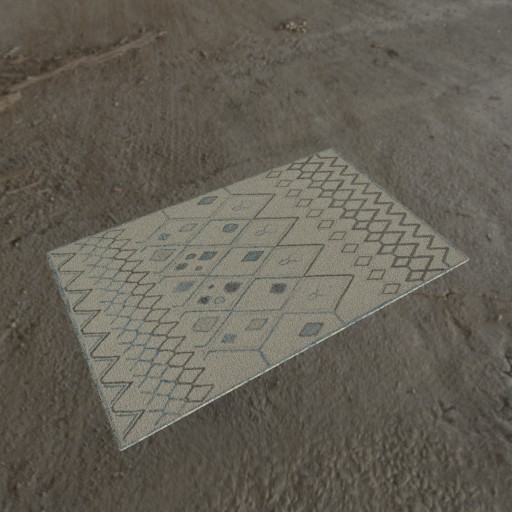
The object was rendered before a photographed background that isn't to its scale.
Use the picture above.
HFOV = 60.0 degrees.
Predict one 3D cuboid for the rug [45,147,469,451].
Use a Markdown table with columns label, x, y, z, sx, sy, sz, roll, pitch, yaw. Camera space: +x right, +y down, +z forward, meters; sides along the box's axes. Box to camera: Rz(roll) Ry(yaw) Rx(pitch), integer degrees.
| label | x | y | z | sx | sy | sz | roll | pitch | yaw |
| --- | --- | --- | --- | --- | --- | --- | --- | --- | --- |
| rug | 0.000 | 0.000 | 2.999 | 2.439 | 0.015 | 1.524 | -24 | 52 | -20 |
